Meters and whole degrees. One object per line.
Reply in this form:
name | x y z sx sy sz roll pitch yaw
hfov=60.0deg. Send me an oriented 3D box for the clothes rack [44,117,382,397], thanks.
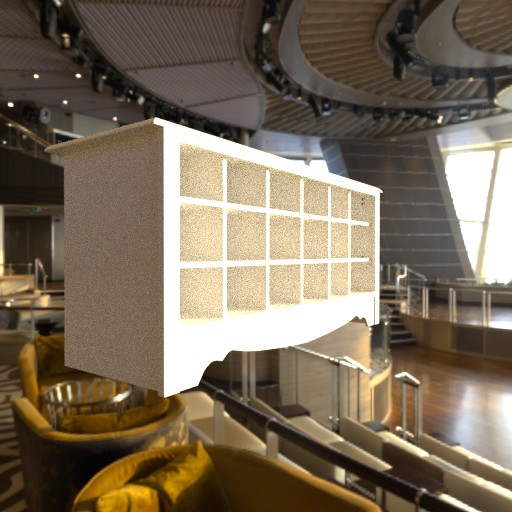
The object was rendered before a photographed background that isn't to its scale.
clothes rack | 0.000 0.000 1.468 0.405 0.558 1.218 0 0 36
